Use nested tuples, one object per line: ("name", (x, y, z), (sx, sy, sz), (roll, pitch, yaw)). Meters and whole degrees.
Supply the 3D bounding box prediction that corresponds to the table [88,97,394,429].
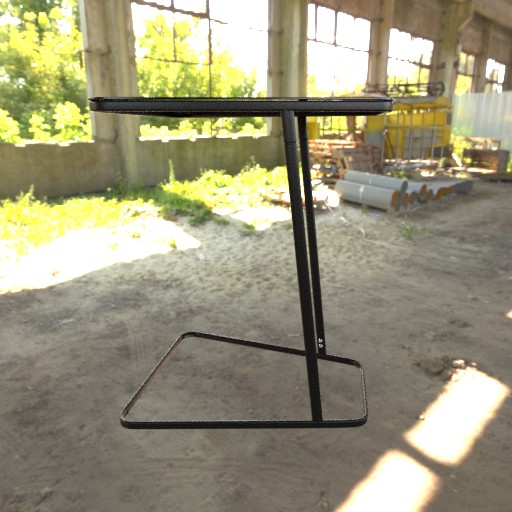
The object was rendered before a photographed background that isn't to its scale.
("table", (0.000, 0.000, 0.955), (0.500, 0.624, 0.427), (3, 16, 10))
